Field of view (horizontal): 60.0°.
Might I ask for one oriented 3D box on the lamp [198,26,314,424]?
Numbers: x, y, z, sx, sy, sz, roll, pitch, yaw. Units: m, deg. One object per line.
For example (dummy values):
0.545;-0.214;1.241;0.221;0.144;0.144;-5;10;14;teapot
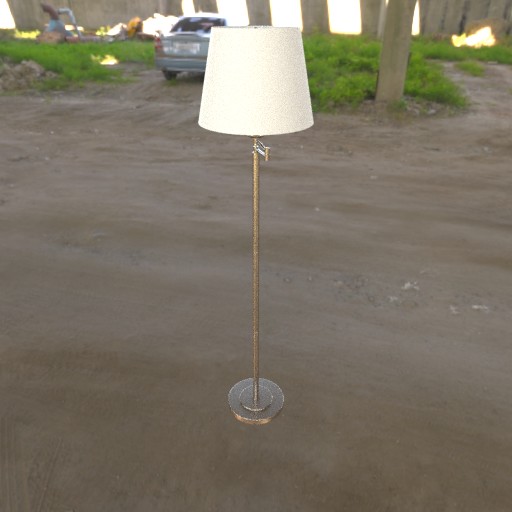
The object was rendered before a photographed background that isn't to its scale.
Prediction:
0.000;0.000;1.604;0.355;1.473;0.355;0;29;0;lamp
